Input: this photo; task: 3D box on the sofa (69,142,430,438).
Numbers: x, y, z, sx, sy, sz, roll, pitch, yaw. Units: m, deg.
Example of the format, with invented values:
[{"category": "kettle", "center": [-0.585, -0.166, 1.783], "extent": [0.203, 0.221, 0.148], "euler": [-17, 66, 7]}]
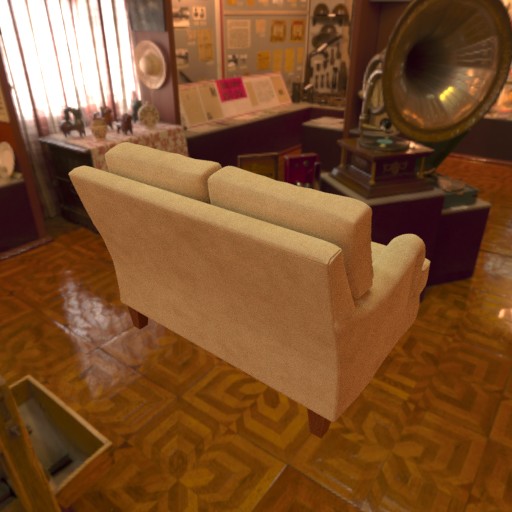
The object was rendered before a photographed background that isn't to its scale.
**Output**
[{"category": "sofa", "center": [0.000, 0.000, 2.291], "extent": [1.498, 1.087, 1.086], "euler": [20, 34, 34]}]
